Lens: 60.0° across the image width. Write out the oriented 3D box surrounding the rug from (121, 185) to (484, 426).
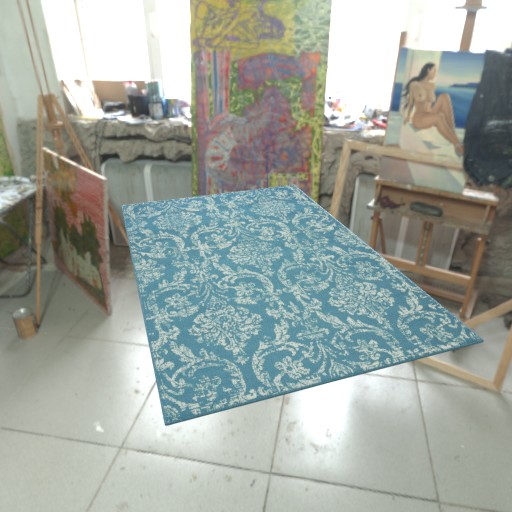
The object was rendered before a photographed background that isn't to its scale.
[{"bbox_3d":[0.000,0.000,3.408,1.816,0.018,2.746,-9,30,-16],"label":"rug"}]
